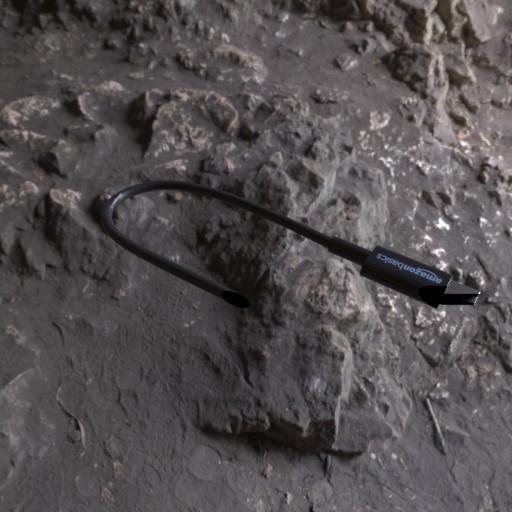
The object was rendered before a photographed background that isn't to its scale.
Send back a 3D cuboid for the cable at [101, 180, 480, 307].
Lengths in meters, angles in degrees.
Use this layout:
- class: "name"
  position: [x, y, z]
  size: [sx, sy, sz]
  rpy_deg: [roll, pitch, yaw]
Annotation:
- class: "cable"
  position: [0.000, 0.000, 0.111]
  size: [0.098, 0.005, 0.041]
  rpy_deg: [25, 47, 26]
